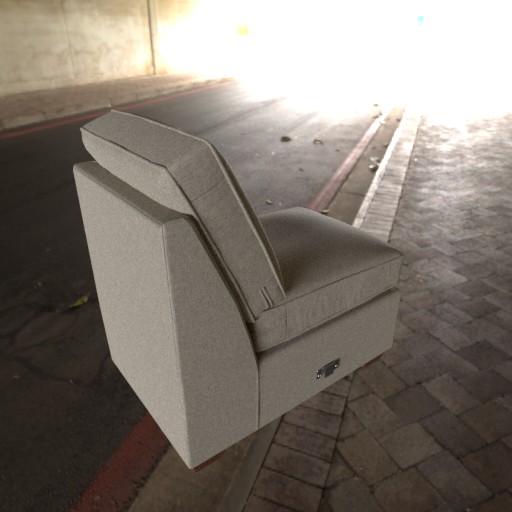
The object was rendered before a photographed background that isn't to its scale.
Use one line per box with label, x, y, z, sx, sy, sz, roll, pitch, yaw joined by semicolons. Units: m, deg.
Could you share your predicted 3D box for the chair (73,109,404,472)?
chair;0.000;0.000;1.652;1.020;1.058;0.674;-19;32;-33
